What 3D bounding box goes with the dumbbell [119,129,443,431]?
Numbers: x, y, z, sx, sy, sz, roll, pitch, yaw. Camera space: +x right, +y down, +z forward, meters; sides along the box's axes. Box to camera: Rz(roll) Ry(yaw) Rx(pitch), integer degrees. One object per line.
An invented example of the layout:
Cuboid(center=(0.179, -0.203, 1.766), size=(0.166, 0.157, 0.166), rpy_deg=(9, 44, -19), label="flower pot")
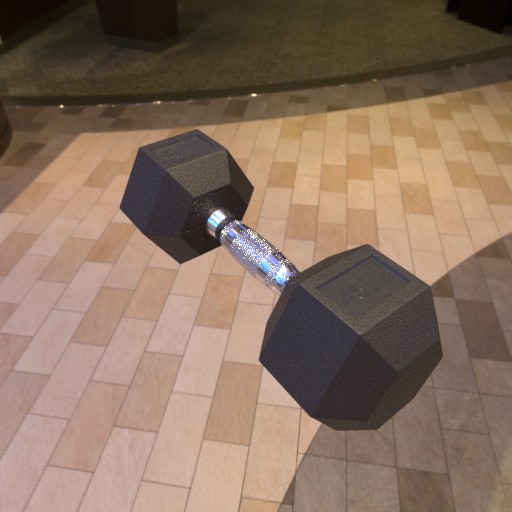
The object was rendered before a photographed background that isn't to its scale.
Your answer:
Cuboid(center=(0.000, 0.000, 0.423), size=(0.141, 0.123, 0.356), rpy_deg=(-27, 48, -27), label="dumbbell")
